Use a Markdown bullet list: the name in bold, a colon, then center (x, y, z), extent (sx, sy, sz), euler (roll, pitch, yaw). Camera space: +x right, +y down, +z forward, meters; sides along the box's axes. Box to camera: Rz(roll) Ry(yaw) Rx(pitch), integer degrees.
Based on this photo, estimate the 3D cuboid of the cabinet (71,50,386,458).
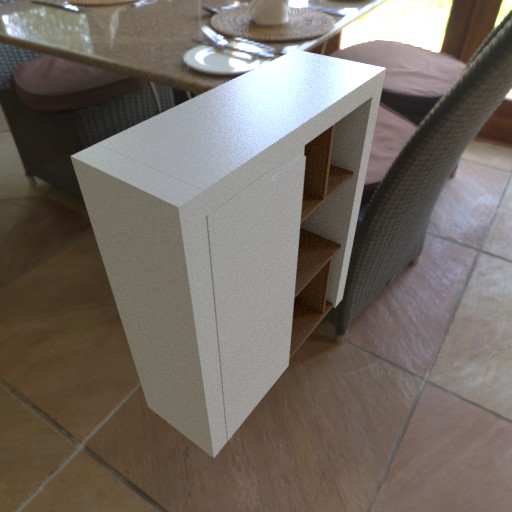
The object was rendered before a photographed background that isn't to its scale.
- **cabinet**: center (0.000, 0.000, 1.637), extent (0.348, 1.150, 0.990), euler (26, 48, 26)
